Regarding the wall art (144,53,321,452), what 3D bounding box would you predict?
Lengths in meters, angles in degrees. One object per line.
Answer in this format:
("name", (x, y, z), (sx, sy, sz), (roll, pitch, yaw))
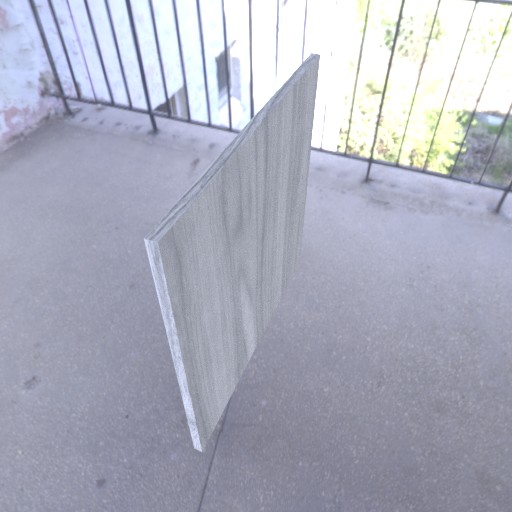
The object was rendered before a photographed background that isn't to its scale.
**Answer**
("wall art", (0.000, 0.000, 0.768), (0.016, 0.507, 0.508), (17, 48, 16))
